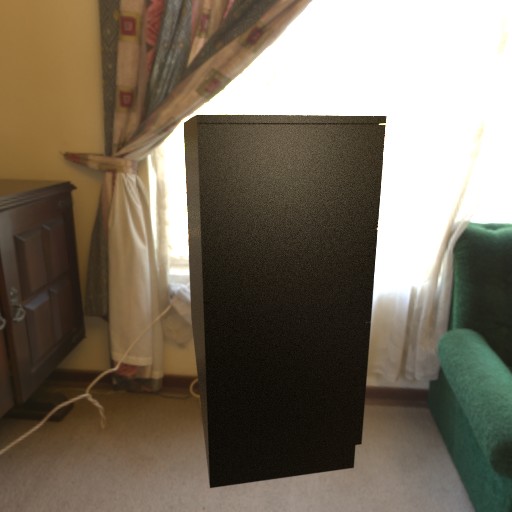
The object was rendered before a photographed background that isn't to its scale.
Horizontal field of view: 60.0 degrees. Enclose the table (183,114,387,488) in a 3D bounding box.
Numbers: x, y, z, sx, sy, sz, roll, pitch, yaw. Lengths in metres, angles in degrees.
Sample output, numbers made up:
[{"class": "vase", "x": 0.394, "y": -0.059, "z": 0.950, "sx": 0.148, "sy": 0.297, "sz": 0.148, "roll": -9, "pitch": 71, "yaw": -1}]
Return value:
[{"class": "table", "x": 0.000, "y": 0.000, "z": 1.347, "sx": 0.380, "sy": 0.790, "sz": 0.930, "roll": -3, "pitch": 16, "yaw": -10}]
